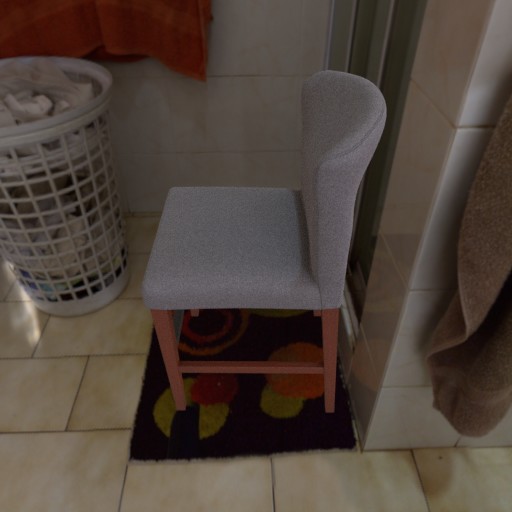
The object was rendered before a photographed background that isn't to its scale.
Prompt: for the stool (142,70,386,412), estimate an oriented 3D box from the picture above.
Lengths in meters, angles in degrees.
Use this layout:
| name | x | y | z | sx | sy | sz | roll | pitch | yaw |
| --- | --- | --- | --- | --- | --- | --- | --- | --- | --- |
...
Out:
| name | x | y | z | sx | sy | sz | roll | pitch | yaw |
| --- | --- | --- | --- | --- | --- | --- | --- | --- | --- |
| stool | 0.000 | 0.000 | 1.298 | 0.568 | 0.968 | 0.481 | 0 | 41 | 0 |
